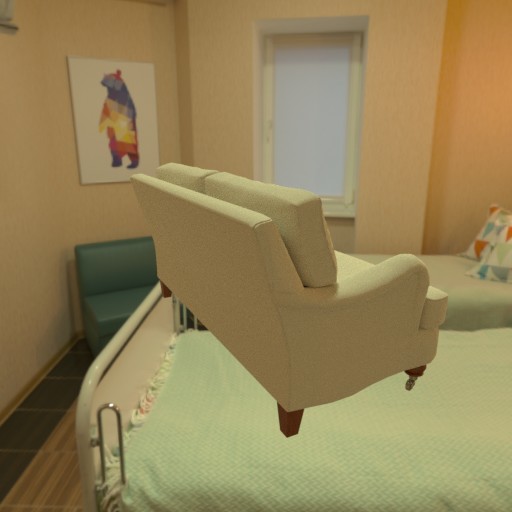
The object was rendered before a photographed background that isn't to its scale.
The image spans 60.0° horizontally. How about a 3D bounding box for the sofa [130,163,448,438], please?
[{"bbox_3d":[0.000,0.000,2.818,1.086,1.087,2.159,-8,17,-26],"label":"sofa"}]
